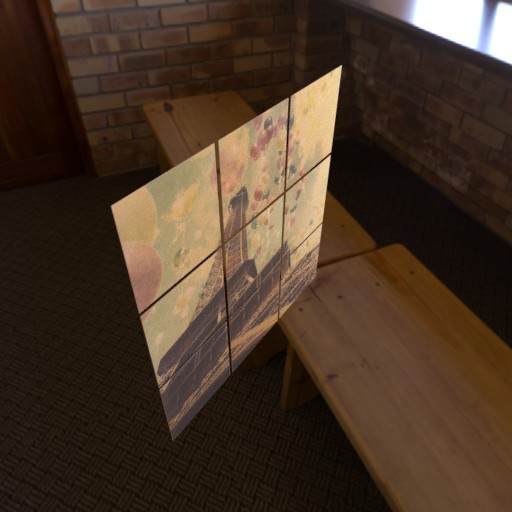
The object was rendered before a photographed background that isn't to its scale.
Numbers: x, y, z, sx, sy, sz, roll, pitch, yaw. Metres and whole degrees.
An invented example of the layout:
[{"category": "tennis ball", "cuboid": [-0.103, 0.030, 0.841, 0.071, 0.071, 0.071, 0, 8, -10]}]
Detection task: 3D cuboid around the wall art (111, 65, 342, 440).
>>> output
[{"category": "wall art", "cuboid": [0.000, 0.000, 2.299, 0.002, 1.505, 1.517, 25, 47, 26]}]
